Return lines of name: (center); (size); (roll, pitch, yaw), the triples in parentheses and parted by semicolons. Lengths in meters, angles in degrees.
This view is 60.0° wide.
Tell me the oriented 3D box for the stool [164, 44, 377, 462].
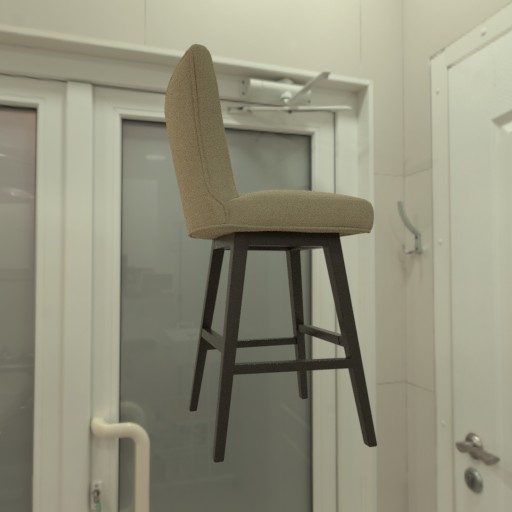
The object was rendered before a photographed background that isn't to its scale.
stool: (0.000, 0.000, 1.427); (0.574, 1.086, 0.514); (1, -2, -17)
